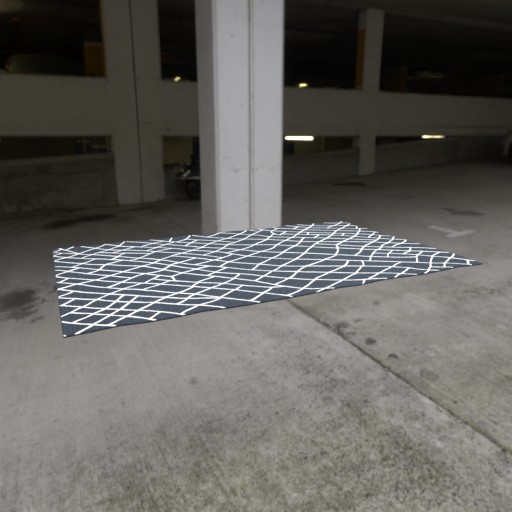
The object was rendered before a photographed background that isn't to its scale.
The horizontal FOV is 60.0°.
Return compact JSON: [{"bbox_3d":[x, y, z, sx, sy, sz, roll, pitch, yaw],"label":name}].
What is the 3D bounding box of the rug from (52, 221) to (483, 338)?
[{"bbox_3d":[0.000,0.000,2.955,2.448,0.017,1.529,-7,17,-24],"label":"rug"}]
